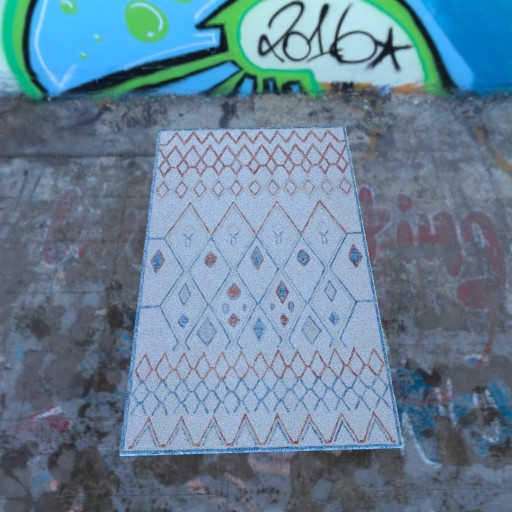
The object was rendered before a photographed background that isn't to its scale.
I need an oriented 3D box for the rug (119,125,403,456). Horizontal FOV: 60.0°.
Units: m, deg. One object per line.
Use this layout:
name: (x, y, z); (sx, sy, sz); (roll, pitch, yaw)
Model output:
rug: (0.000, 0.000, 2.995); (1.524, 0.015, 2.438); (-1, 59, -1)
